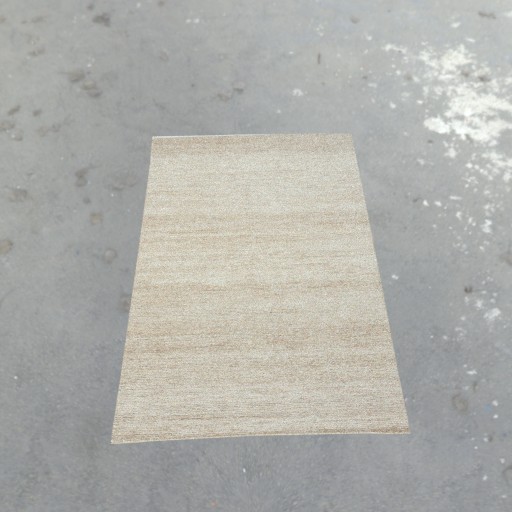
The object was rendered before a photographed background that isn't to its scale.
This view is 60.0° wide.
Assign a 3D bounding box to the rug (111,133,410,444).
[{"bbox_3d":[0.000,0.000,2.943,1.596,0.030,2.283,-1,58,-1],"label":"rug"}]
